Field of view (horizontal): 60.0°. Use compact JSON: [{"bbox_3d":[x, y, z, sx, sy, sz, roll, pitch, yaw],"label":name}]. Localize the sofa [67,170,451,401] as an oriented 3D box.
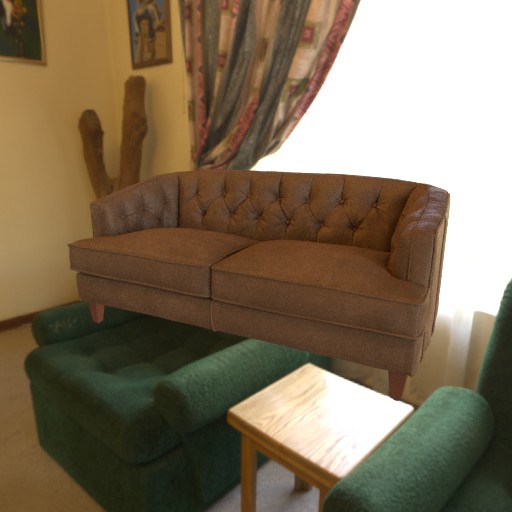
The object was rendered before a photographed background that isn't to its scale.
[{"bbox_3d":[0.000,0.000,2.274,1.767,0.799,0.917,8,17,27],"label":"sofa"}]
